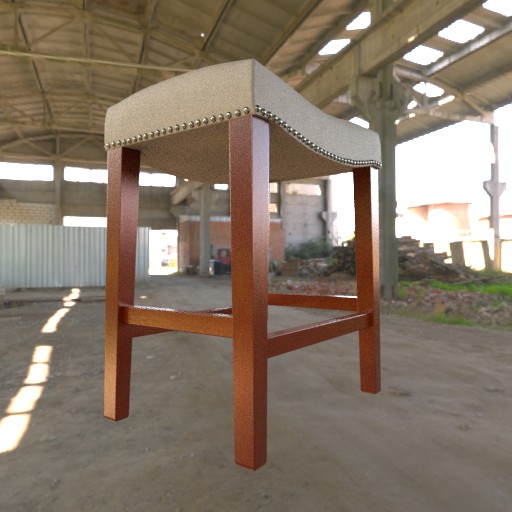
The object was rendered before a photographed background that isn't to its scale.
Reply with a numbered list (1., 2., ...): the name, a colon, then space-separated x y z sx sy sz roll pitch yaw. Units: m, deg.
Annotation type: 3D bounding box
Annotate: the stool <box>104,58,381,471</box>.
1. stool: 0.000 0.000 0.953 0.375 0.632 0.509 0 -1 37
